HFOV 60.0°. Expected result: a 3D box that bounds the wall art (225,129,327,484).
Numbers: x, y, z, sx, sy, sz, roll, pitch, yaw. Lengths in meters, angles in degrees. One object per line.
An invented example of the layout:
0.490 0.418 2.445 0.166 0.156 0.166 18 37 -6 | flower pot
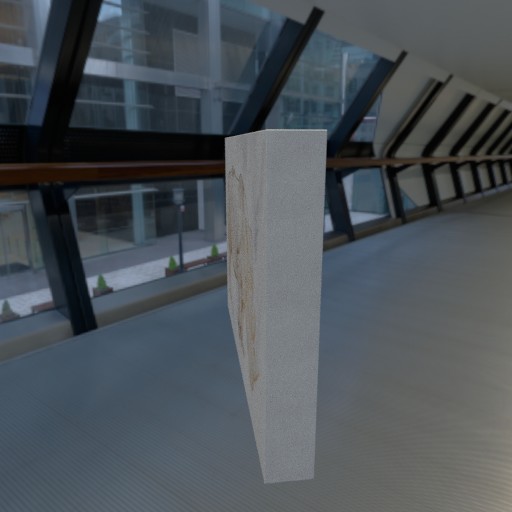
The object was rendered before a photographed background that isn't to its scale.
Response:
0.000 0.000 0.485 0.038 0.254 0.381 -2 14 -7 | wall art
